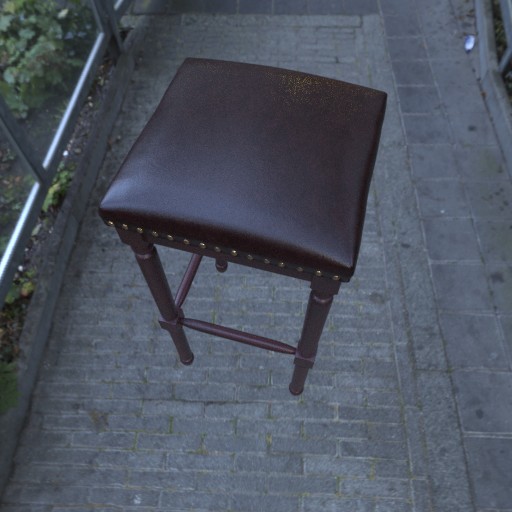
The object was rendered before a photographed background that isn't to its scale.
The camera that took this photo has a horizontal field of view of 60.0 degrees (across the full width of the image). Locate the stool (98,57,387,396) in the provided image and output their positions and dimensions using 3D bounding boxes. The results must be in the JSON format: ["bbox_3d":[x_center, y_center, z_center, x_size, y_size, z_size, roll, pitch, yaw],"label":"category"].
[{"bbox_3d":[0.000,0.000,0.994,0.383,0.768,0.382,13,59,8],"label":"stool"}]
